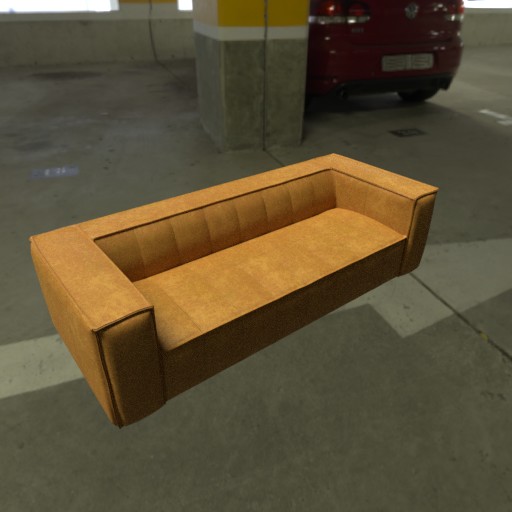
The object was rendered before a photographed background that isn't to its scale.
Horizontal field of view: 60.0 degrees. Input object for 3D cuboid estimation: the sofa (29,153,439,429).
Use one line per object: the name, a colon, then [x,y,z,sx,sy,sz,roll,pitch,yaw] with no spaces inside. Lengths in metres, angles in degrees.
sofa: [0.000,0.000,3.040,2.581,0.701,1.102,-22,37,-32]
